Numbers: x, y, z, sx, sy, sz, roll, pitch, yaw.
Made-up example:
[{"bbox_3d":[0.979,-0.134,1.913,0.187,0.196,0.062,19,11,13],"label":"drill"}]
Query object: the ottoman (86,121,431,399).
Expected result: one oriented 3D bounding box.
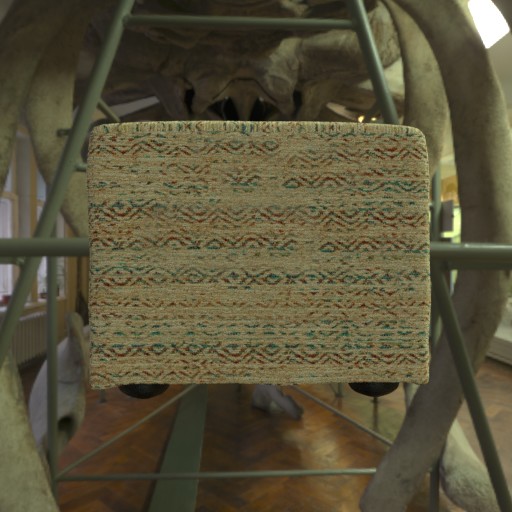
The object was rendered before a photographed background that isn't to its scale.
[{"bbox_3d":[0.000,0.000,0.905,0.521,0.453,0.512,0,1,-1],"label":"ottoman"}]
